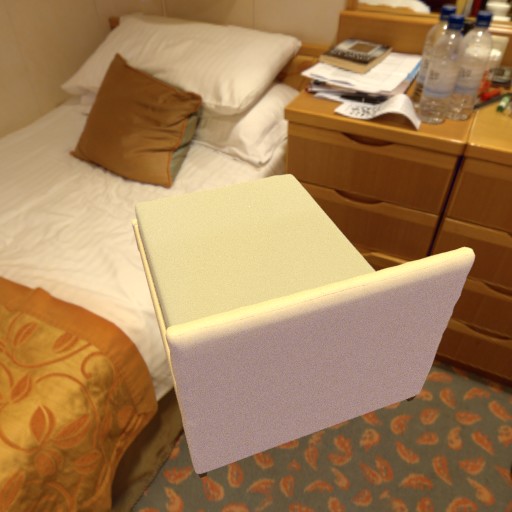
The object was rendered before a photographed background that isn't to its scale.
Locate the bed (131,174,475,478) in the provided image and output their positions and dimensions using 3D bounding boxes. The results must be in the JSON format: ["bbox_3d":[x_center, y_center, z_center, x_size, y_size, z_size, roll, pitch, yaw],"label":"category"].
[{"bbox_3d":[0.000,0.000,3.445,1.698,1.427,2.387,-14,43,-15],"label":"bed"}]
